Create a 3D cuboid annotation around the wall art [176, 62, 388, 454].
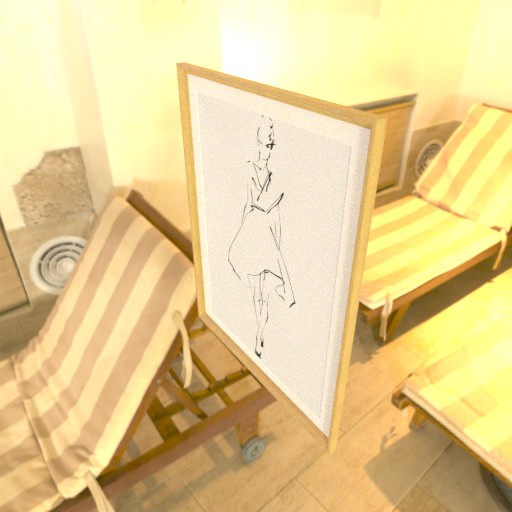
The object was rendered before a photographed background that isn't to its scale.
[{"bbox_3d":[0.000,0.000,1.357,0.030,1.002,0.798,-21,38,-30],"label":"wall art"}]
